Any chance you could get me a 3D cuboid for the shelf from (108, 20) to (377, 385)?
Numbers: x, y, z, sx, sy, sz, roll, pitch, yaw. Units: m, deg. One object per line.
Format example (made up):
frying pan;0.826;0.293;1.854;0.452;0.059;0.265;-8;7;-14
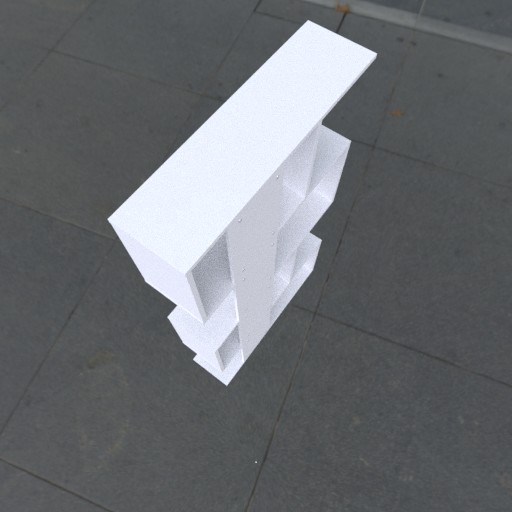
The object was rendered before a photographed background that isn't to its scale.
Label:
shelf;0.000;0.000;1.956;0.250;1.650;0.890;34;69;14
